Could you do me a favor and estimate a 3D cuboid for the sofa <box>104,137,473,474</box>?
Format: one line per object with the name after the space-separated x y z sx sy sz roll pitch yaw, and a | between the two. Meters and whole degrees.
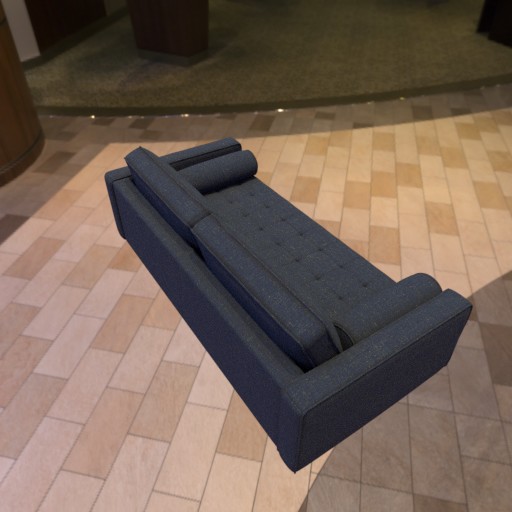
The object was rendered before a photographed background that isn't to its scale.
0.000 0.000 2.308 0.914 0.762 1.880 -23 45 -25 | sofa
